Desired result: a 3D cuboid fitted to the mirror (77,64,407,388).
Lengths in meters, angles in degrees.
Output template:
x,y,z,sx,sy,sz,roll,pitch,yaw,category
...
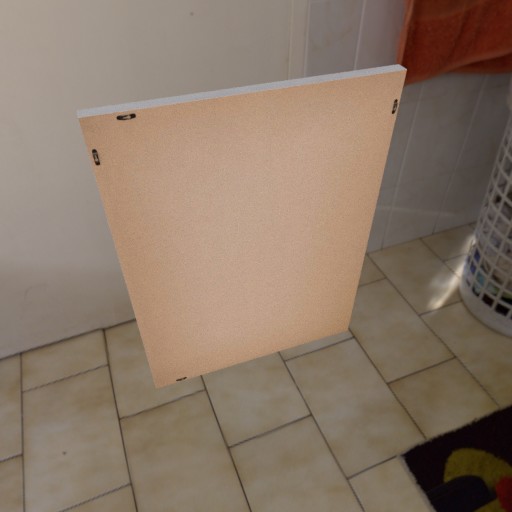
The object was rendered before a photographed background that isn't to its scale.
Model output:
x,y,z,sx,sy,sz,roll,pitch,yaw,category
0.000,0.000,1.330,0.762,1.016,0.041,-14,45,-14,mirror
